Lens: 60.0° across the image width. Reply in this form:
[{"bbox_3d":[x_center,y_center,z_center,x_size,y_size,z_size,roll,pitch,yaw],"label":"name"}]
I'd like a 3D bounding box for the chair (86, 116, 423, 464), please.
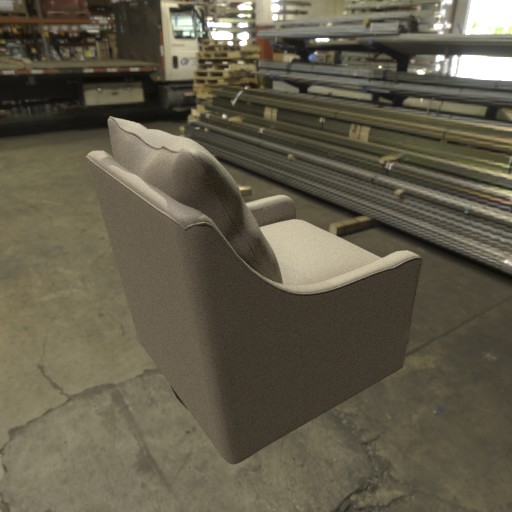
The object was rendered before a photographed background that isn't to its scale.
[{"bbox_3d":[0.000,0.000,1.555,0.876,0.942,0.760,-17,31,-30],"label":"chair"}]
